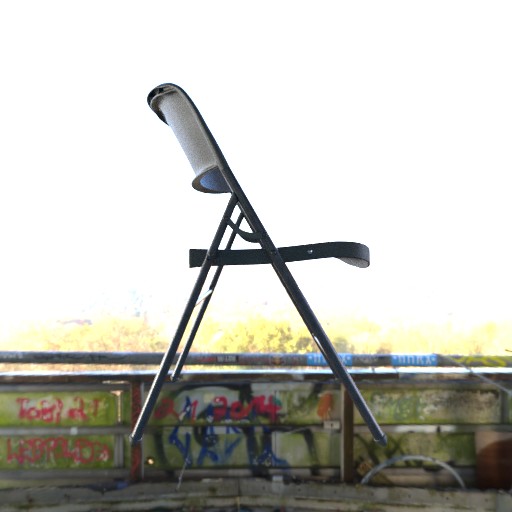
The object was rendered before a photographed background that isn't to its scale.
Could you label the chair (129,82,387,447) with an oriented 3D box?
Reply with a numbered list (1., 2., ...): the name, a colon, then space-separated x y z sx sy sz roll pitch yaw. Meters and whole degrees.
1. chair: 0.000 0.000 1.187 0.567 0.810 0.494 0 1 0
